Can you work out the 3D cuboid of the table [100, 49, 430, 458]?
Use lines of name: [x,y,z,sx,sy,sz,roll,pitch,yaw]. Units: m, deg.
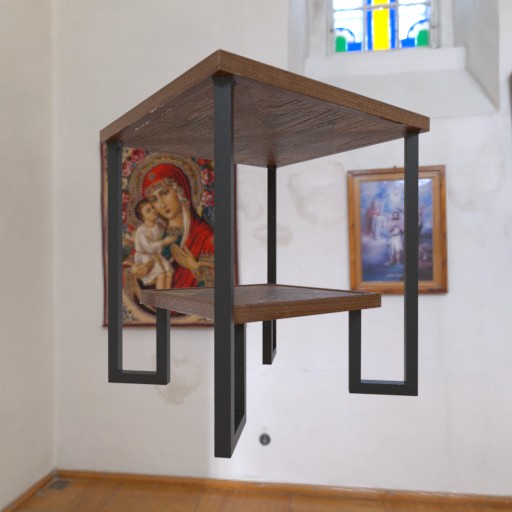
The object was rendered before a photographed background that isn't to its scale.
table: [0.000,0.000,0.947,0.503,0.563,0.503,0,0,-37]
